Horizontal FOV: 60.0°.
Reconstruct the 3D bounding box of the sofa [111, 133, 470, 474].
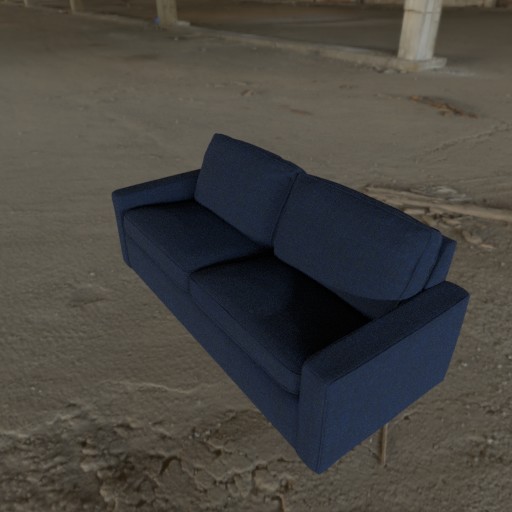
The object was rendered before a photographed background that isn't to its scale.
[{"bbox_3d":[0.000,0.000,2.527,0.940,0.919,2.080,-21,38,-30],"label":"sofa"}]
